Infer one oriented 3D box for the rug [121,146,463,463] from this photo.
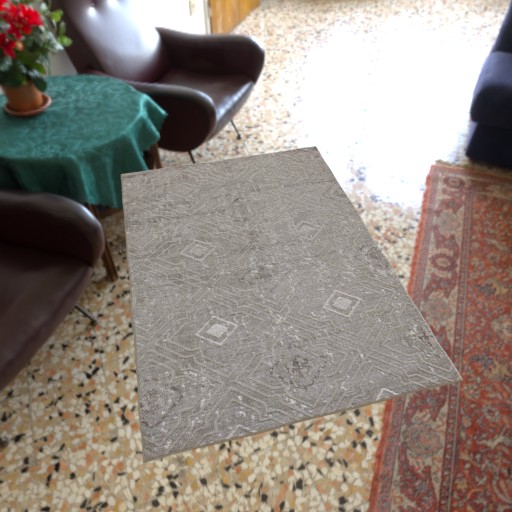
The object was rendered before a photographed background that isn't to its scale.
[{"bbox_3d":[0.000,0.000,4.320,2.448,0.020,3.359,-11,48,-10],"label":"rug"}]
